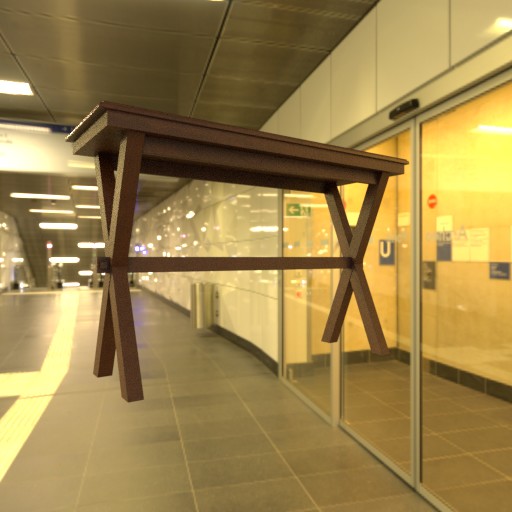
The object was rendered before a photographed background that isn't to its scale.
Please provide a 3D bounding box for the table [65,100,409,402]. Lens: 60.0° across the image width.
[{"bbox_3d":[0.000,0.000,1.583,1.197,0.763,0.399,0,0,-34],"label":"table"}]
